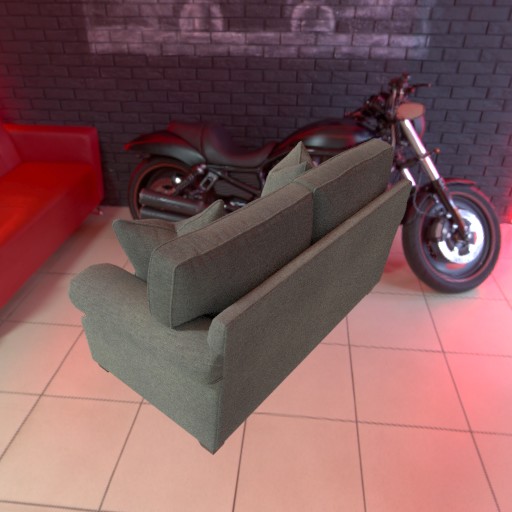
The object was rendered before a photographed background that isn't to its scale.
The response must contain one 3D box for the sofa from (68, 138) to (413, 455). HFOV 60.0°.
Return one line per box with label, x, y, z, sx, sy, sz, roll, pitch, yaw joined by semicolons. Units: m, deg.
sofa;0.000;0.000;2.297;0.966;0.966;1.701;23;38;32
